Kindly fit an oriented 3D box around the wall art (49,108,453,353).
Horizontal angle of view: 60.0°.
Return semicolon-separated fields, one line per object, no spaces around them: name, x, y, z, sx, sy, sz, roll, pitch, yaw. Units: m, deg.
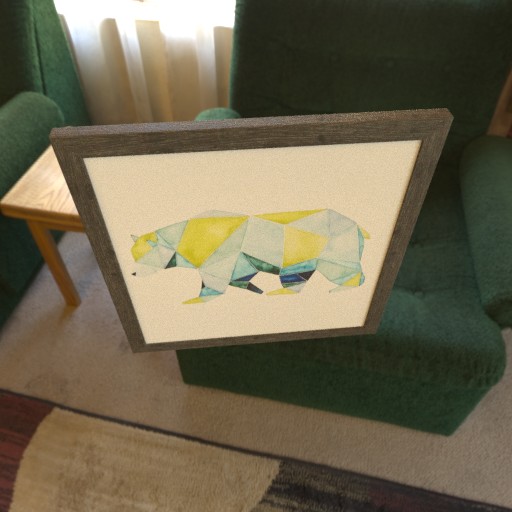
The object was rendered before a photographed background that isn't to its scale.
wall art;0.000;0.000;0.680;0.462;0.459;0.027;-4;47;-4
